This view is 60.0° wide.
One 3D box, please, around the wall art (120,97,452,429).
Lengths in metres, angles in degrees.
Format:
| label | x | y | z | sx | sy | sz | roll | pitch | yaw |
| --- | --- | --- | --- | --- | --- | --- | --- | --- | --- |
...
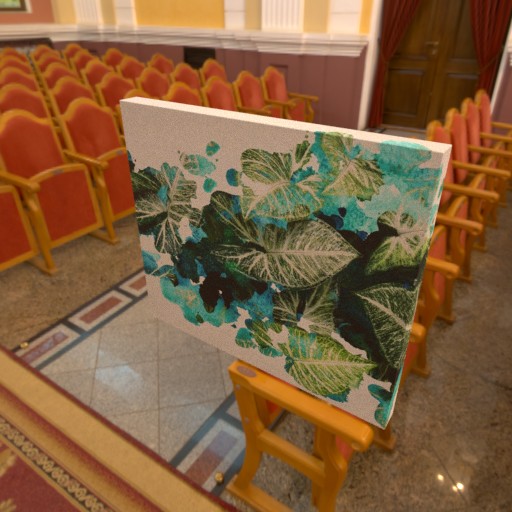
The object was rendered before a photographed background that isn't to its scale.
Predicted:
| label | x | y | z | sx | sy | sz | roll | pitch | yaw |
| --- | --- | --- | --- | --- | --- | --- | --- | --- | --- |
| wall art | 0.000 | 0.000 | 0.714 | 0.507 | 0.435 | 0.041 | 19 | 35 | 29 |
